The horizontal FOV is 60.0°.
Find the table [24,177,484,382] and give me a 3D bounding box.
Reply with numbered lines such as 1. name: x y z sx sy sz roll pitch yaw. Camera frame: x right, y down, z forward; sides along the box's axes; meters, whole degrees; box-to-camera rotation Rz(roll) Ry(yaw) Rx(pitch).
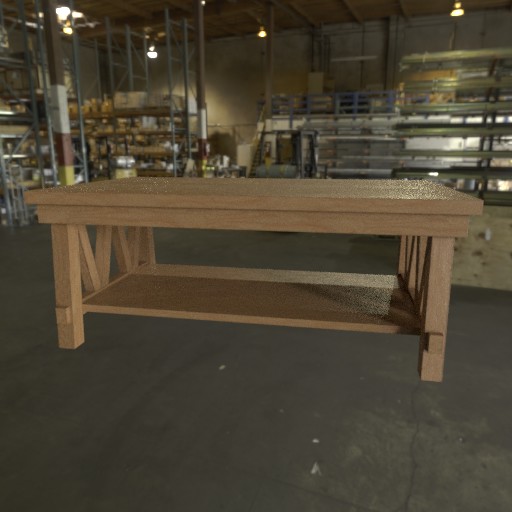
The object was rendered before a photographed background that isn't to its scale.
1. table: 0.000 0.000 1.600 1.270 0.507 0.711 3 14 10
